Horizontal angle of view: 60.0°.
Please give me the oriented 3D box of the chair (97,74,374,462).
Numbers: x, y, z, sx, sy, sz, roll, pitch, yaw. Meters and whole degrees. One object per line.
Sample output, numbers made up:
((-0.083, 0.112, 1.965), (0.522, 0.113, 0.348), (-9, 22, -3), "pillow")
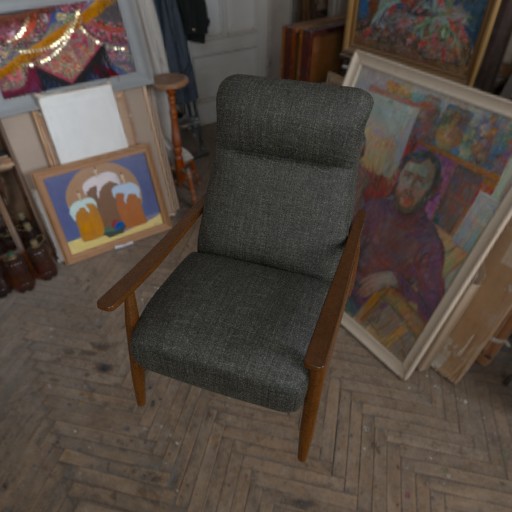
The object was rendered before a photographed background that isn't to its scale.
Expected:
((0.000, 0.000, 1.771), (0.762, 1.082, 1.014), (13, 42, 15), "chair")
